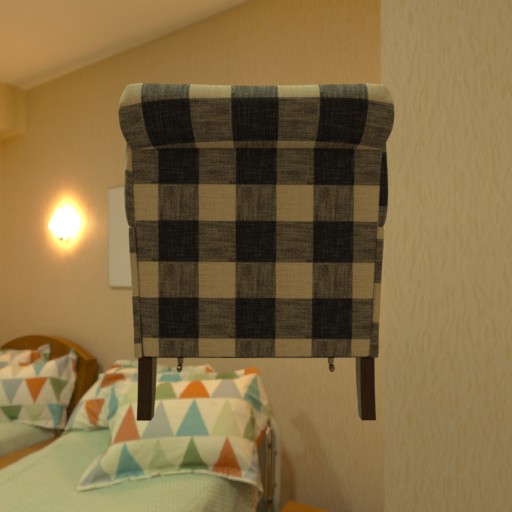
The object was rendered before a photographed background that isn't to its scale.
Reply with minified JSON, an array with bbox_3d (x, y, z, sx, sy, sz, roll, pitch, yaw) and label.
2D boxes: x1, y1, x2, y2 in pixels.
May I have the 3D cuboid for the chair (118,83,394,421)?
[{"bbox_3d":[0.000,0.000,1.583,0.781,0.953,0.848,0,-2,0],"label":"chair"}]
